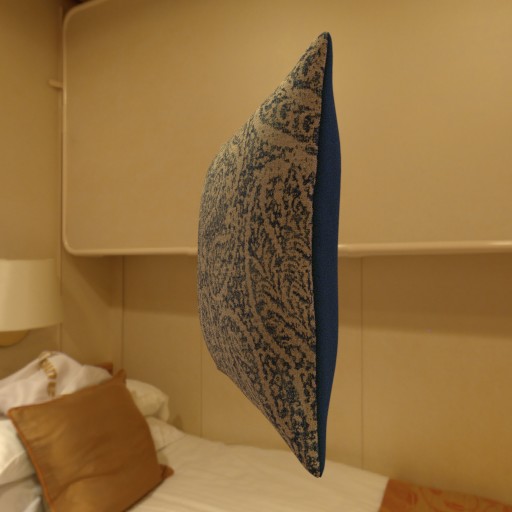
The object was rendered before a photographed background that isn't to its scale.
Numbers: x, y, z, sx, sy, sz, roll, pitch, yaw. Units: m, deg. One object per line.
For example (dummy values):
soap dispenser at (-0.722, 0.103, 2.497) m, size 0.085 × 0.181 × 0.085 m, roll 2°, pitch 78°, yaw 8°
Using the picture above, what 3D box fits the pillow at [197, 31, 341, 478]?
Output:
pillow at (0.000, 0.000, 0.752) m, size 0.166 × 0.510 × 0.523 m, roll 0°, pitch -1°, yaw -17°
